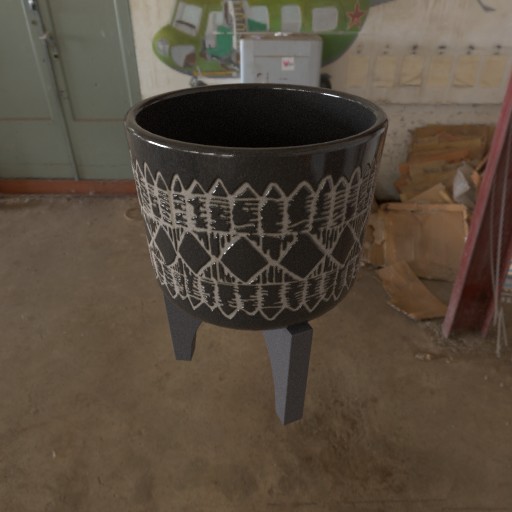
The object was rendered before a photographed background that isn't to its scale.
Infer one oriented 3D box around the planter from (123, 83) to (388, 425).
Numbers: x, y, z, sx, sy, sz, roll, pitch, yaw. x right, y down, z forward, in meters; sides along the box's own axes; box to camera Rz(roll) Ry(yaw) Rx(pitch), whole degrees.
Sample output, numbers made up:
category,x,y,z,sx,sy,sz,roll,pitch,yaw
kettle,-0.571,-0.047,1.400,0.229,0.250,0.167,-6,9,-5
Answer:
category,x,y,z,sx,sy,sz,roll,pitch,yaw
planter,0.000,0.000,0.406,0.196,0.264,0.196,22,38,30
